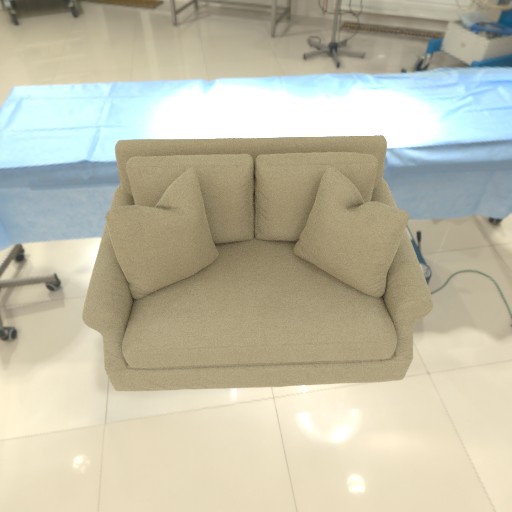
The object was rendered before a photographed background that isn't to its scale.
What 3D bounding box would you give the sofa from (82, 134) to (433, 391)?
[{"bbox_3d":[0.000,0.000,2.242,1.550,0.905,1.070,-2,46,-2],"label":"sofa"}]
